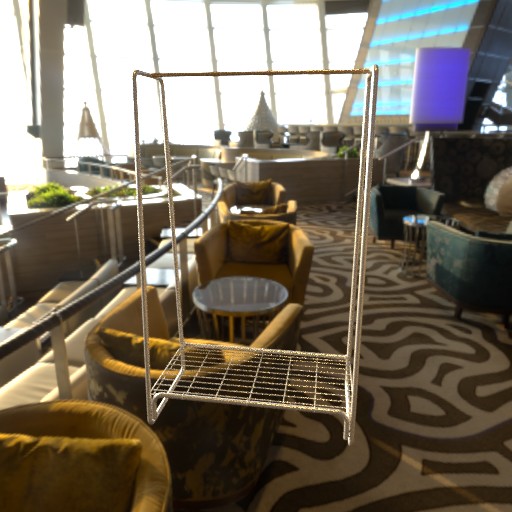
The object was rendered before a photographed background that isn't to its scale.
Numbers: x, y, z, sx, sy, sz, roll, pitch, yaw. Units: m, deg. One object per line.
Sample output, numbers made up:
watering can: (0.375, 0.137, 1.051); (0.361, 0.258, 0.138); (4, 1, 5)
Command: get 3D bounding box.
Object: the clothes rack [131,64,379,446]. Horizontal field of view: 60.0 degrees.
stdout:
clothes rack: (0.000, 0.000, 1.929); (0.900, 1.500, 0.495); (3, 17, 9)
